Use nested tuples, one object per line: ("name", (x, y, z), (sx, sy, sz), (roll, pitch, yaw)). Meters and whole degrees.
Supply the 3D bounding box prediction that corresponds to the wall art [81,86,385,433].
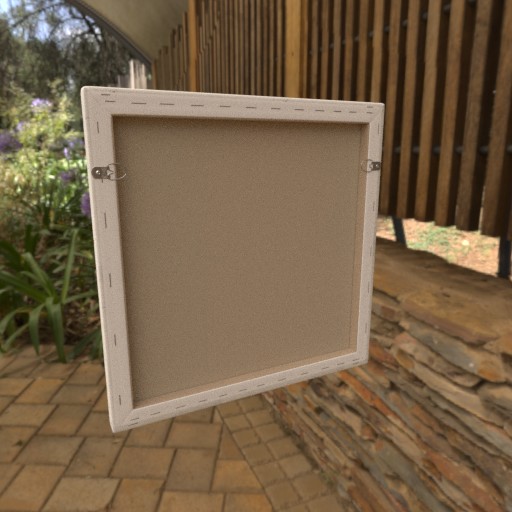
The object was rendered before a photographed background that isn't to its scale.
("wall art", (0.000, 0.000, 1.119), (0.762, 0.762, 0.038), (-7, 15, -26))
